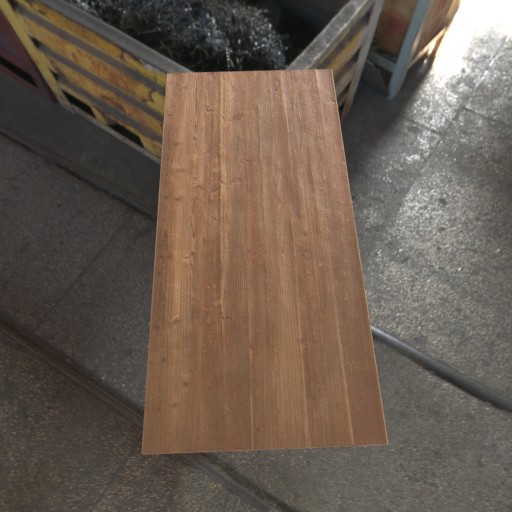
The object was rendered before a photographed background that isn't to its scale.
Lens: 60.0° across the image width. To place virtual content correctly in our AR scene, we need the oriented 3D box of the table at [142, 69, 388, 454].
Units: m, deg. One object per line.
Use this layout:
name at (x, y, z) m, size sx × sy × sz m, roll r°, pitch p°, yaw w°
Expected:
table at (0.000, 0.000, 2.476) m, size 0.952 × 0.760 × 2.003 m, roll -2°, pitch 65°, yaw -1°
